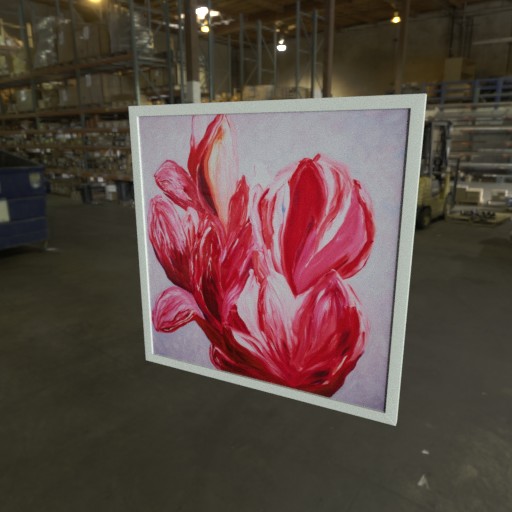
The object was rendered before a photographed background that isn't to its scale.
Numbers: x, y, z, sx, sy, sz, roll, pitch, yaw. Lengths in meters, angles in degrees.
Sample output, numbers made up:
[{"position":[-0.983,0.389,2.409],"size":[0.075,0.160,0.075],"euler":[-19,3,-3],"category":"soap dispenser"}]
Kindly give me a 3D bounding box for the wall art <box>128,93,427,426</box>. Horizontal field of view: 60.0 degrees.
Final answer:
[{"position":[0.000,0.000,1.214],"size":[0.805,0.803,0.022],"euler":[7,16,25],"category":"wall art"}]
